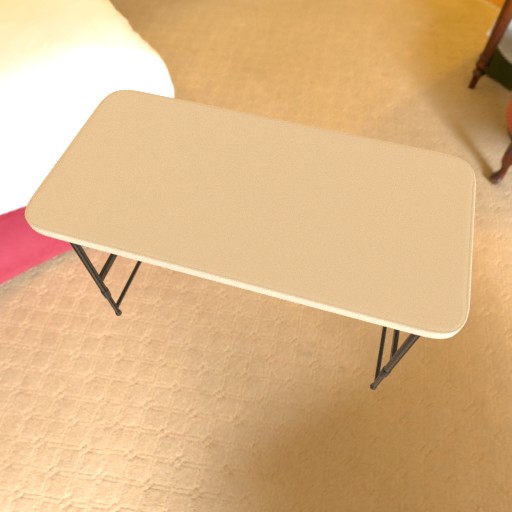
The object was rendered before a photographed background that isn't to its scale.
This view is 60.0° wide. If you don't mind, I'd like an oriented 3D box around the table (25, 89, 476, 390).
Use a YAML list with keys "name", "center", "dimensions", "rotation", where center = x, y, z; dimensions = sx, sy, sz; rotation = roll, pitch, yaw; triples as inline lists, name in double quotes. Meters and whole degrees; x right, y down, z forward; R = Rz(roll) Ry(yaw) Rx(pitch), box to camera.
- name: "table"
  center: [0.000, 0.000, 1.596]
  dimensions: [1.219, 0.737, 0.610]
  rotation: [14, 59, 9]
